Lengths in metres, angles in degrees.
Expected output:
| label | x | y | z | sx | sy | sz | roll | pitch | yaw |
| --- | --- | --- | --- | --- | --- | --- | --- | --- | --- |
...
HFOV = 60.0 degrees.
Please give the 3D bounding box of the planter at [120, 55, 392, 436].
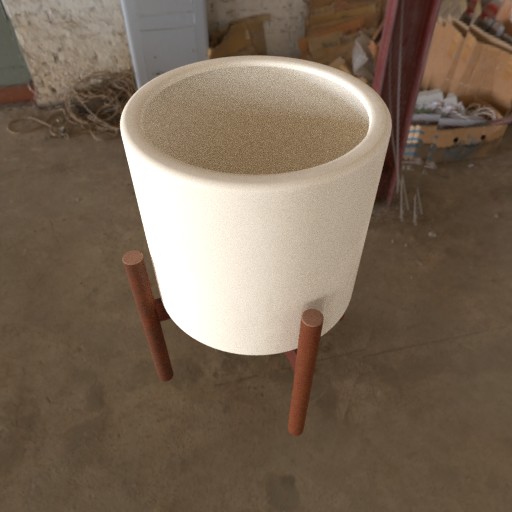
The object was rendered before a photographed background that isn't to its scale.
| label | x | y | z | sx | sy | sz | roll | pitch | yaw |
| --- | --- | --- | --- | --- | --- | --- | --- | --- | --- |
| planter | 0.000 | 0.000 | 0.498 | 0.224 | 0.358 | 0.224 | 17 | 48 | 16 |
